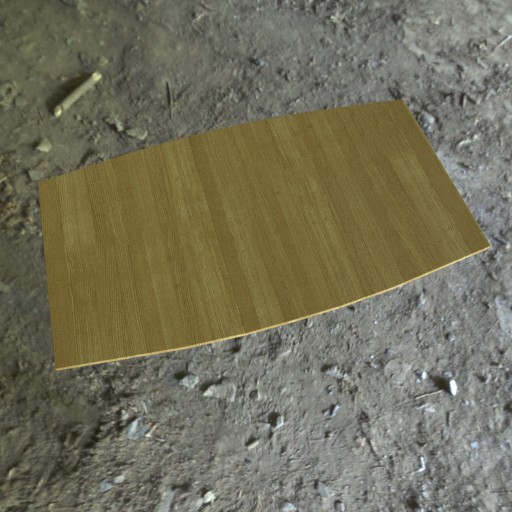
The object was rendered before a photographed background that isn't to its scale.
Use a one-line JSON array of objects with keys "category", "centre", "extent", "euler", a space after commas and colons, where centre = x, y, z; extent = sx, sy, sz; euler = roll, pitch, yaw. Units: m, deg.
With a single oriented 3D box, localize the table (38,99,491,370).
[{"category": "table", "centre": [0.000, 0.000, 2.047], "extent": [1.598, 0.748, 0.900], "euler": [-15, 65, -7]}]
